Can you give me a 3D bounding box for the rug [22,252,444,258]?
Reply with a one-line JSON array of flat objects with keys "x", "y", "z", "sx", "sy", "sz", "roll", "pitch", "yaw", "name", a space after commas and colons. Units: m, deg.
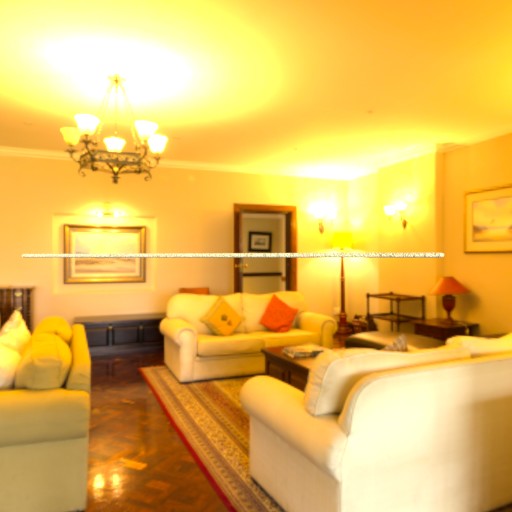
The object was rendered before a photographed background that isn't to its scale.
[{"x": 0.000, "y": 0.000, "z": 4.103, "sx": 3.047, "sy": 0.029, "sz": 2.438, "roll": 0, "pitch": 0, "yaw": 19, "name": "rug"}]
